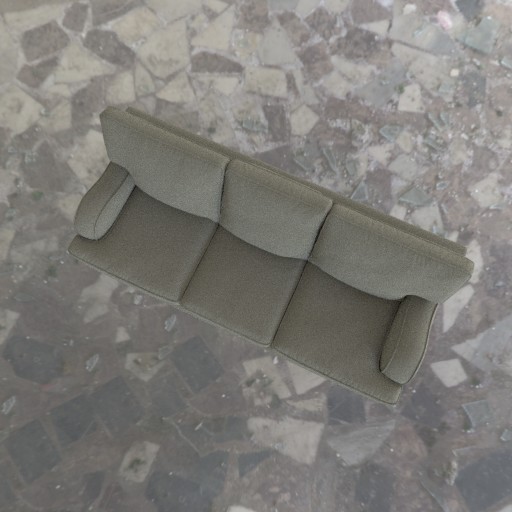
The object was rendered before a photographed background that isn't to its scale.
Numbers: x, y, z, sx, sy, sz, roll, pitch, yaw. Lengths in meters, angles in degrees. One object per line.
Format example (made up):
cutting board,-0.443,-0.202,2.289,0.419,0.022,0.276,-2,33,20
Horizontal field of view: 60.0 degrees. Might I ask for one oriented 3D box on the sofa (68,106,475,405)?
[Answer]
sofa,0.000,0.000,2.863,2.323,0.997,1.016,24,76,7
